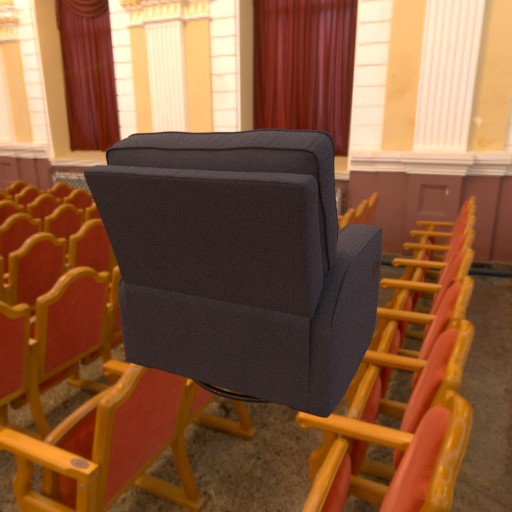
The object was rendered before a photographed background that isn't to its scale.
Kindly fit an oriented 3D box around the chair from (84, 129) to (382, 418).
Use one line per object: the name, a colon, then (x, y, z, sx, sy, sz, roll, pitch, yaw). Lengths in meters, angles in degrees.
chair: (0.000, 0.000, 1.739, 0.861, 0.962, 0.964, 8, 18, 25)
